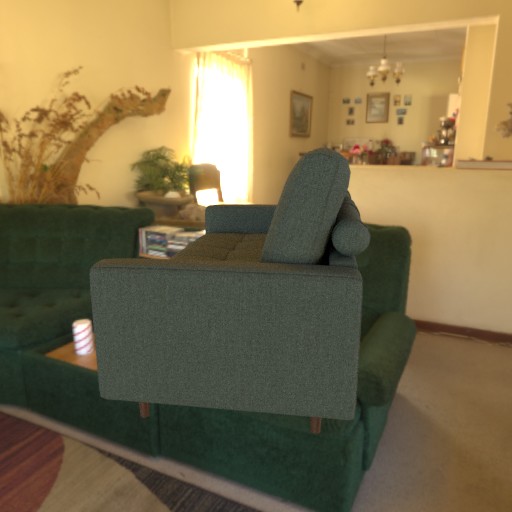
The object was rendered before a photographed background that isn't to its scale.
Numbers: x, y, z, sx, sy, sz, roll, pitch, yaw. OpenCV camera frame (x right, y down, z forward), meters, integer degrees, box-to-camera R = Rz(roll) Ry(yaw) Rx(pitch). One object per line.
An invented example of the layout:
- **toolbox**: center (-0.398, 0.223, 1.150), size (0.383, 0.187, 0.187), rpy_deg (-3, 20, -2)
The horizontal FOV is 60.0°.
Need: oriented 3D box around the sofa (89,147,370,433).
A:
- **sofa**: center (0.000, 0.000, 1.915), size (0.842, 0.907, 1.407), rpy_deg (2, 14, 8)
